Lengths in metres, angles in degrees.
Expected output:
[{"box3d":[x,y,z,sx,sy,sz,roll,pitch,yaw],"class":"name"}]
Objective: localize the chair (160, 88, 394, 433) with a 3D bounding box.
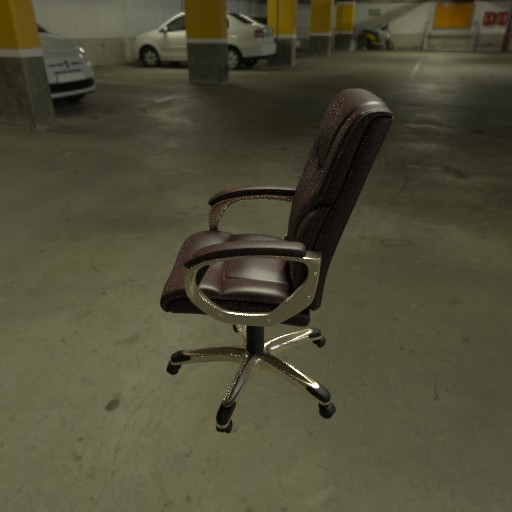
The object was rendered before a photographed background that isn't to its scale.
[{"box3d":[0.000,0.000,1.587,0.739,1.107,0.662,1,27,2],"class":"chair"}]
